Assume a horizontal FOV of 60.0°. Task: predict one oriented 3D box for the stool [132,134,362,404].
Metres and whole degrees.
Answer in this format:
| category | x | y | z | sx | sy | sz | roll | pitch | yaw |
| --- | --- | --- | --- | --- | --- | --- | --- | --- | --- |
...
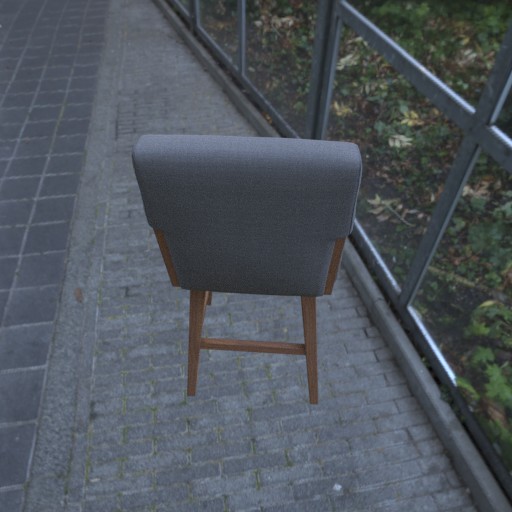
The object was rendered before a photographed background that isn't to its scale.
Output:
| category | x | y | z | sx | sy | sz | roll | pitch | yaw |
| --- | --- | --- | --- | --- | --- | --- | --- | --- | --- |
| stool | 0.000 | 0.000 | 1.363 | 0.483 | 1.112 | 0.570 | 3 | 46 | 3 |
